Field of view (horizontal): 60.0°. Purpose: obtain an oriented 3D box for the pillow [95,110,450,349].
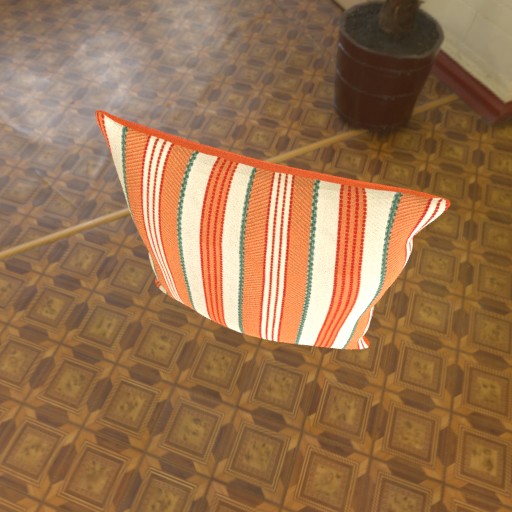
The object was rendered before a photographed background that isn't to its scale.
[{"bbox_3d":[0.000,0.000,0.686,0.440,0.441,0.182,16,59,10],"label":"pillow"}]
